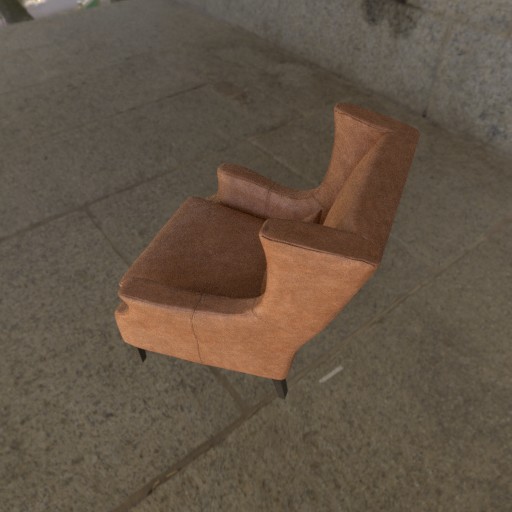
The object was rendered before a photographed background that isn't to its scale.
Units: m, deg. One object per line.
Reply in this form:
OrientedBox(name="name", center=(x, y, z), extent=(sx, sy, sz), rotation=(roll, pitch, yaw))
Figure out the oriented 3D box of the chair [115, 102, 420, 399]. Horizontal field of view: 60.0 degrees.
OrientedBox(name="chair", center=(0.000, 0.000, 1.743), extent=(0.926, 1.016, 0.853), rotation=(17, 49, 16))
